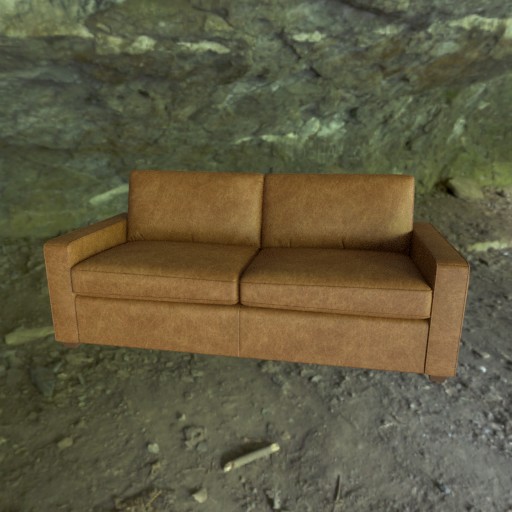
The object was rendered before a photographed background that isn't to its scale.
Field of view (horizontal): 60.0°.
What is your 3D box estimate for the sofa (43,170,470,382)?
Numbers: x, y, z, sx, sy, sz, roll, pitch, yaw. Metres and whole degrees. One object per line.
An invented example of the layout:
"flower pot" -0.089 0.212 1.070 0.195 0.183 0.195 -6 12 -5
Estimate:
"sofa" 0.000 0.000 2.615 2.156 0.928 0.991 3 16 10
